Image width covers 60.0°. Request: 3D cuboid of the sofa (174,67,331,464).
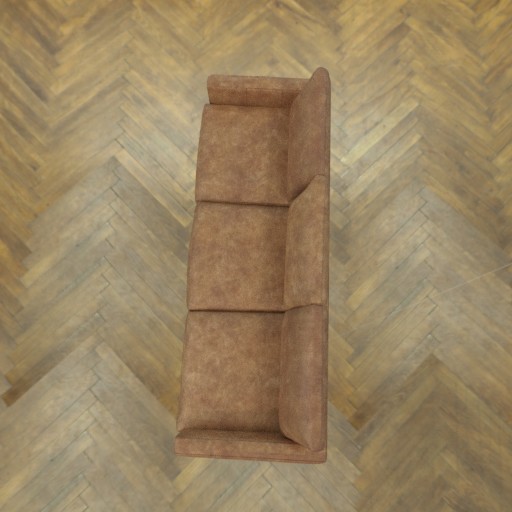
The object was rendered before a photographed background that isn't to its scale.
[{"bbox_3d":[0.000,0.000,2.431,0.748,0.863,2.029,3,76,1],"label":"sofa"}]
